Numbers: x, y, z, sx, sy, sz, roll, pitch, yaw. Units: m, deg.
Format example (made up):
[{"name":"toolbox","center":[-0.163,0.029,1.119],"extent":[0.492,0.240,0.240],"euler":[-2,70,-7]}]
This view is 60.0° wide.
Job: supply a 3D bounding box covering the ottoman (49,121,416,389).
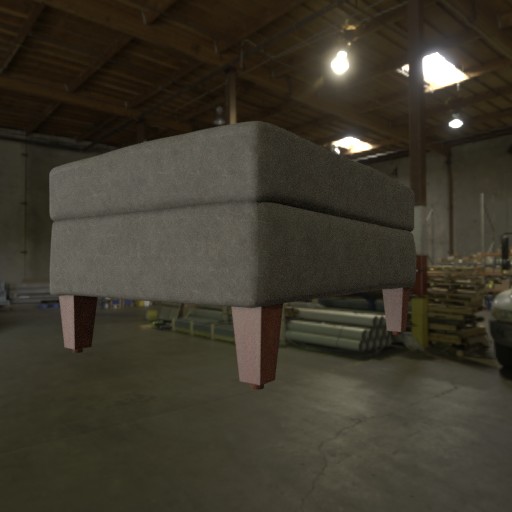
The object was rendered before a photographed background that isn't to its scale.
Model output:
[{"name":"ottoman","center":[0.000,0.000,1.201],"extent":[0.639,0.464,0.839],"euler":[-1,-2,36]}]
